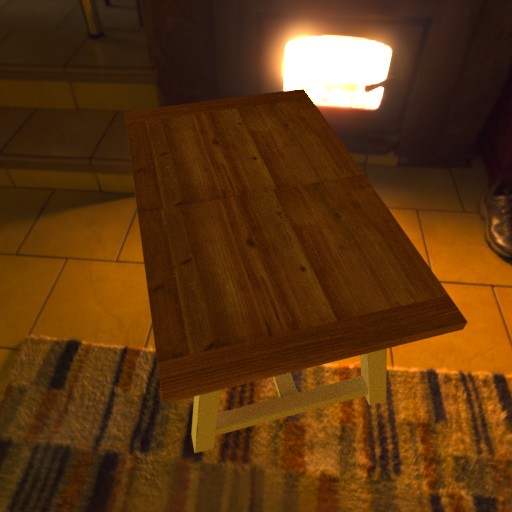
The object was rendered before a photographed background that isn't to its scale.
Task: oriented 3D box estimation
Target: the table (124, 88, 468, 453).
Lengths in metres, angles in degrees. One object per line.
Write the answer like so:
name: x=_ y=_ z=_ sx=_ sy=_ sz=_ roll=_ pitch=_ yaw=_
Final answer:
table: x=0.000 y=0.000 z=2.021 sx=0.922 sy=0.743 sz=1.503 roll=-11 pitch=49 yaw=-10
